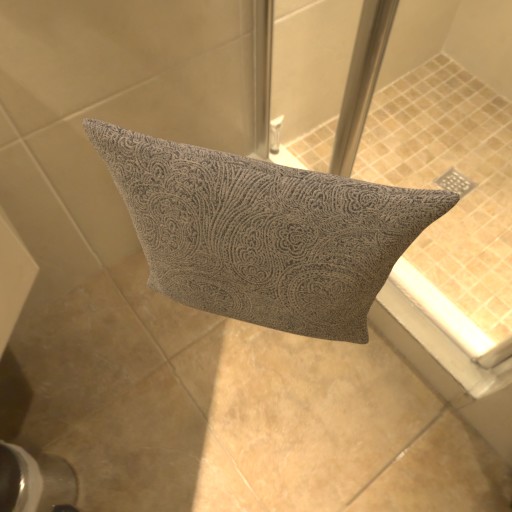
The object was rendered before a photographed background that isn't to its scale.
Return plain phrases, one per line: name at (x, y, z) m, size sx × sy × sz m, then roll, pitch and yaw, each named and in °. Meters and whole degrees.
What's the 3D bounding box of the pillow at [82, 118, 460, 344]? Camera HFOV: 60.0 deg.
pillow at (0.000, 0.000, 0.799) m, size 0.523 × 0.510 × 0.166 m, roll 13°, pitch 60°, yaw 8°
